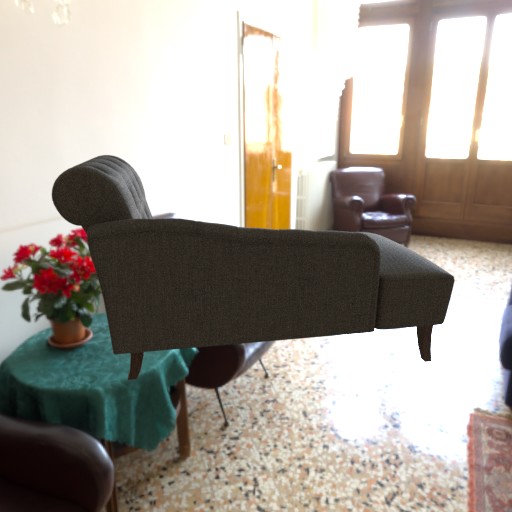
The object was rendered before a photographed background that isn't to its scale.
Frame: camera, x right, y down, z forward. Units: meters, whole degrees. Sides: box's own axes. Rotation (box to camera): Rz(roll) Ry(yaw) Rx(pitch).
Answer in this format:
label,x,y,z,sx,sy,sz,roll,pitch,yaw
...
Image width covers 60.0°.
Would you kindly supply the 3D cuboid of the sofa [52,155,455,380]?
label,x,y,z,sx,sy,sz,roll,pitch,yaw
sofa,0.000,0.000,1.810,1.379,0.787,0.675,-3,17,-10
